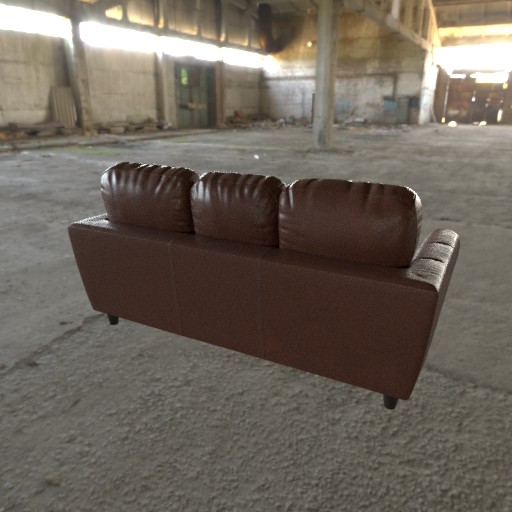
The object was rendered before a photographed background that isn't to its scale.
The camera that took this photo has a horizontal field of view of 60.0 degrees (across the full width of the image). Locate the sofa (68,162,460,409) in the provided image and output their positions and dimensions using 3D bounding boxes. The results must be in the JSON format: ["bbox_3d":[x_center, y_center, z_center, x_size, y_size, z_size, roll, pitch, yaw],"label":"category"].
[{"bbox_3d":[0.000,0.000,2.299,1.862,0.915,0.802,10,21,27],"label":"sofa"}]
